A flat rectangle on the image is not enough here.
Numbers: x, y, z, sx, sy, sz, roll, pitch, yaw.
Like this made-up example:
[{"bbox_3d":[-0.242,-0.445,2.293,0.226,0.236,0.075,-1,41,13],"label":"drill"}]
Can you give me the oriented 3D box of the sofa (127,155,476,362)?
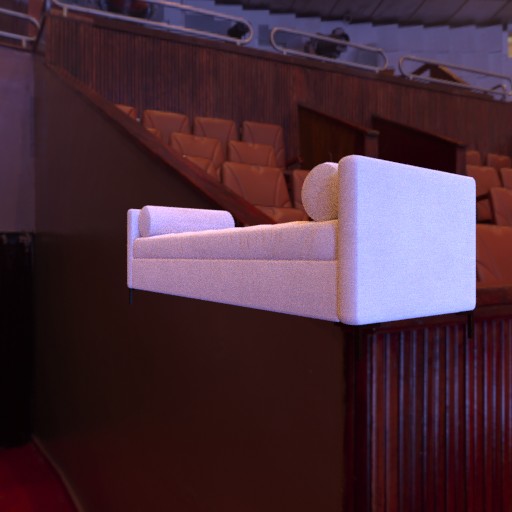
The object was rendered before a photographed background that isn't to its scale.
[{"bbox_3d":[0.000,0.000,2.317,0.686,0.635,1.981,0,0,-36],"label":"sofa"}]
